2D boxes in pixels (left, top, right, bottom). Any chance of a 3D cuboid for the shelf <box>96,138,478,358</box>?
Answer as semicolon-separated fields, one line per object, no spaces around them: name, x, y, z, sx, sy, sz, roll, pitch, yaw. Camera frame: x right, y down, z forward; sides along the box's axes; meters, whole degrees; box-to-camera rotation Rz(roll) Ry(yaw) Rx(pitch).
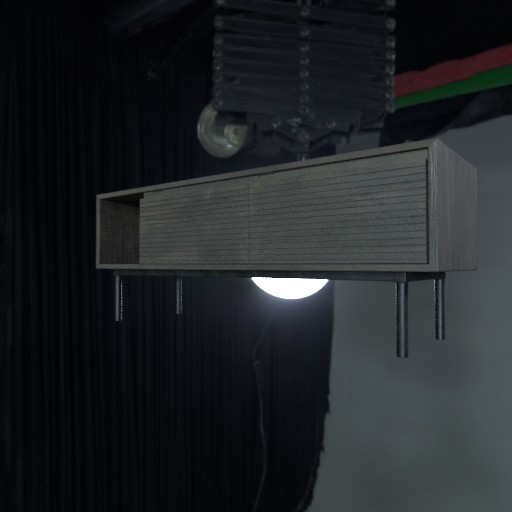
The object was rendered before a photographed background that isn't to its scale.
shelf;0.000;0.000;1.511;1.300;0.495;0.400;-1;-1;38
